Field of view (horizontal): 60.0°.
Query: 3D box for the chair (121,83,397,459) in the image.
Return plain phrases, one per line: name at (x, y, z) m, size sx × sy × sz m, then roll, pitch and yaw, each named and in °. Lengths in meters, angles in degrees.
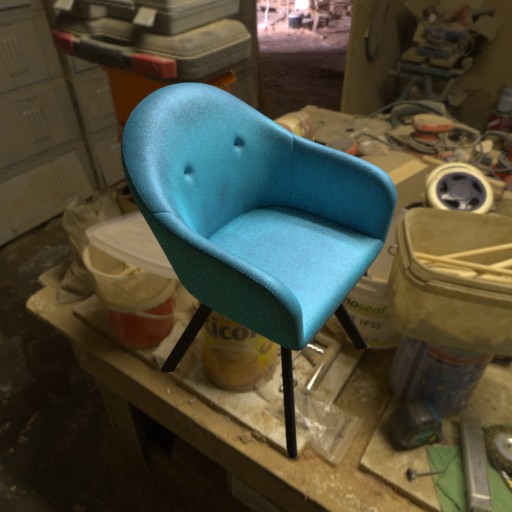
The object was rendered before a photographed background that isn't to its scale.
chair at (0.000, 0.000, 1.168) m, size 0.570 × 0.780 × 0.540 m, roll 24°, pitch 45°, yaw 27°
